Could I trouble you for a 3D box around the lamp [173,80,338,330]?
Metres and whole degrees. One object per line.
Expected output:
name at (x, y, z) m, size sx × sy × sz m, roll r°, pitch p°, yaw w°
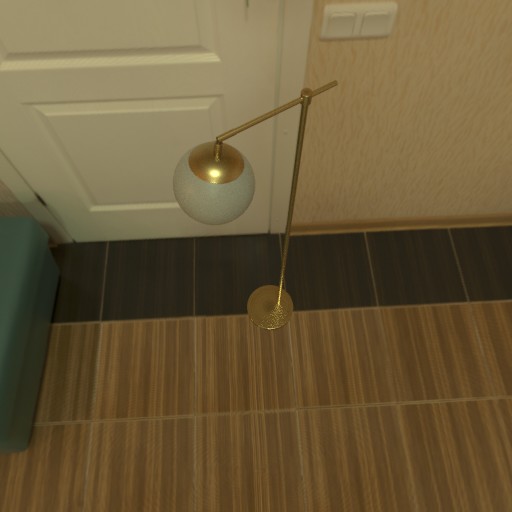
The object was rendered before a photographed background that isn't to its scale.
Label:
lamp at (0.000, 0.000, 1.719) m, size 0.476 × 1.505 × 0.249 m, roll -30°, pitch 68°, yaw -13°
